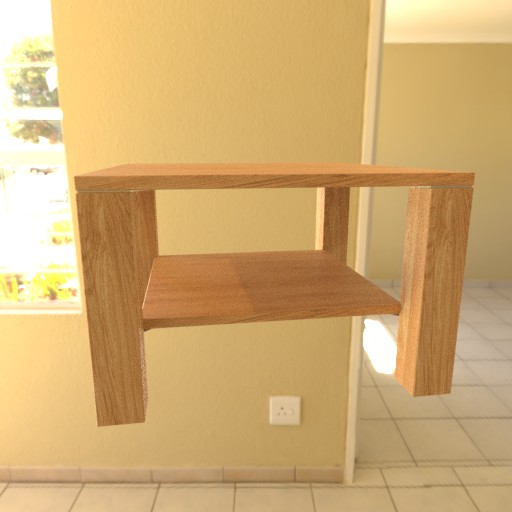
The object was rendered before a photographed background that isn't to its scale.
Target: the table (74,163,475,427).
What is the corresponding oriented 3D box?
[{"bbox_3d":[0.000,0.000,1.143,0.700,0.450,0.700,-2,14,-9],"label":"table"}]
